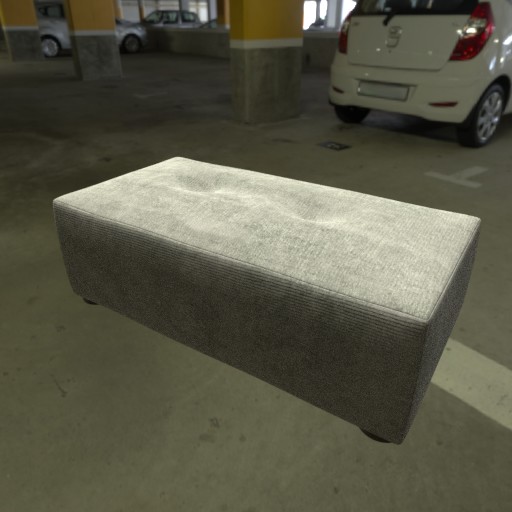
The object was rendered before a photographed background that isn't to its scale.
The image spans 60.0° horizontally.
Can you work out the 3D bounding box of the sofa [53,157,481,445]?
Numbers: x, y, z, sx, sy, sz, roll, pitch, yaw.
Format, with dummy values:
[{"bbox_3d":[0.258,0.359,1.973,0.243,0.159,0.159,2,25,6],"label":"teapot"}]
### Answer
[{"bbox_3d":[0.000,0.000,1.100,0.930,0.330,0.480,17,33,29],"label":"sofa"}]
